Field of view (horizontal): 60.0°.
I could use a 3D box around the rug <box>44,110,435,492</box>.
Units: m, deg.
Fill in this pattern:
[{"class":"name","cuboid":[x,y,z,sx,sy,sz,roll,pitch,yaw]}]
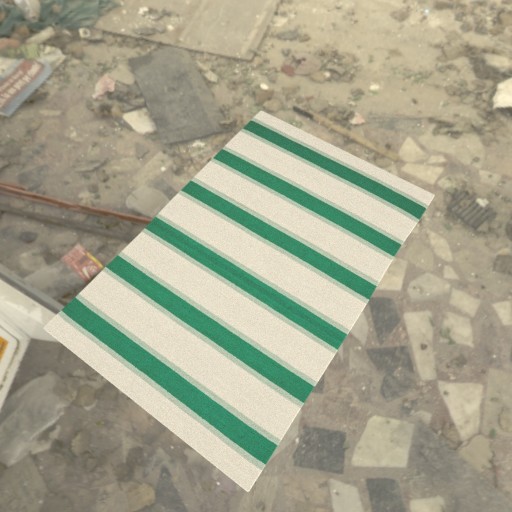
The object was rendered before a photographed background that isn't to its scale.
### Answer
[{"class":"rug","cuboid":[0.000,0.000,2.327,1.210,0.012,1.829,31,64,17]}]
